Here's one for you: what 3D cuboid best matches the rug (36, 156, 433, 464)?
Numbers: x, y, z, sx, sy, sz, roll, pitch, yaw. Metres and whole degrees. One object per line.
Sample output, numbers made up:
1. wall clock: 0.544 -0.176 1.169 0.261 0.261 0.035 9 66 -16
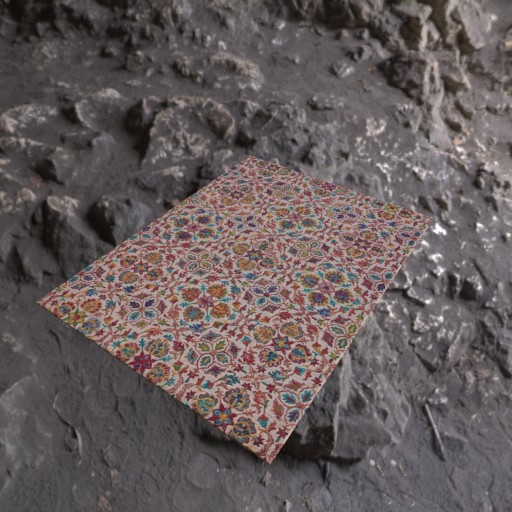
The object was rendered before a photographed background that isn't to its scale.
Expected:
1. rug: 0.000 0.000 4.322 2.446 0.020 3.215 24 47 26
